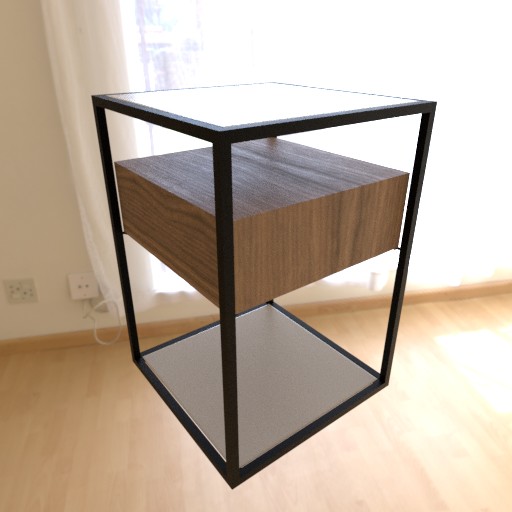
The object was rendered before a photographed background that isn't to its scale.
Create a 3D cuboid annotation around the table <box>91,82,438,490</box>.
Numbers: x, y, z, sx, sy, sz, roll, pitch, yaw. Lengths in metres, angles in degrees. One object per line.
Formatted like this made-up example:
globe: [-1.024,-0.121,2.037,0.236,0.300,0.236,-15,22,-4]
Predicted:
table: [0.000,0.000,0.798,0.378,0.540,0.378,-19,32,-33]
